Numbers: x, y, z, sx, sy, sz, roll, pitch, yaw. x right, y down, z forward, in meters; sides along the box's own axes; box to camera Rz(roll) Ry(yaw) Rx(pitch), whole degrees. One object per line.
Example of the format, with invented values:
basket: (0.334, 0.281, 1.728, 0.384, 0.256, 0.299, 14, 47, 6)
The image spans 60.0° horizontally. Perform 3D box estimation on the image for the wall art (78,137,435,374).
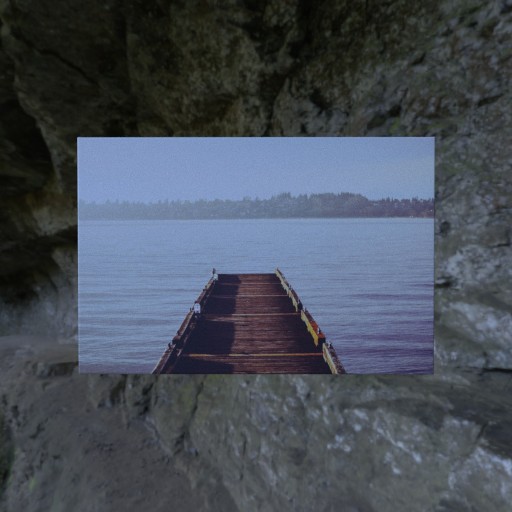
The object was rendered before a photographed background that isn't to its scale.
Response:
wall art: (0.000, 0.000, 1.448, 1.149, 0.765, 0.040, 0, 1, 0)
